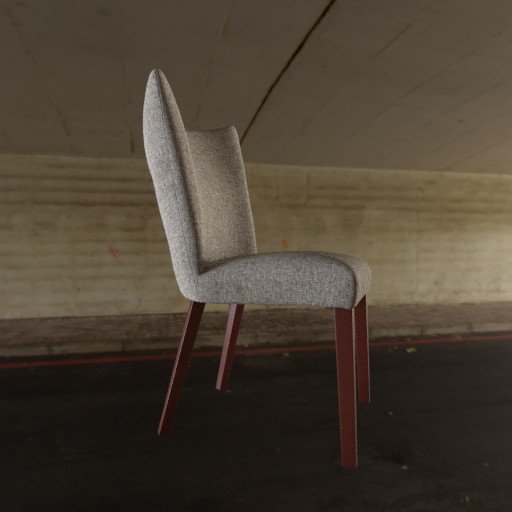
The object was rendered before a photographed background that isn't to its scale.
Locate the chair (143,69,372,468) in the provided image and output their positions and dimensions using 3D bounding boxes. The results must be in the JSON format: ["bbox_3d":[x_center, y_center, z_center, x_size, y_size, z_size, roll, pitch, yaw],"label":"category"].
[{"bbox_3d":[0.000,0.000,1.283,0.623,0.924,0.535,0,1,18],"label":"chair"}]
